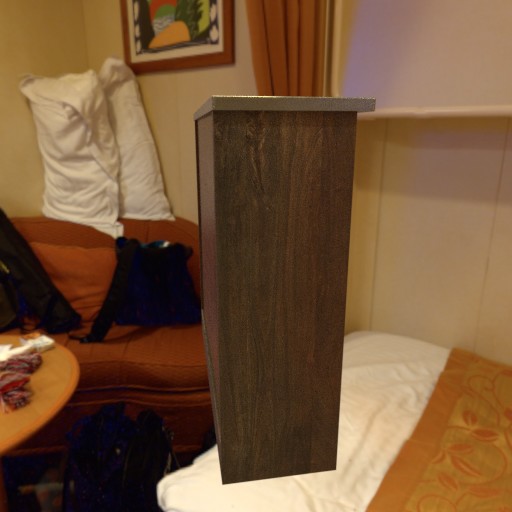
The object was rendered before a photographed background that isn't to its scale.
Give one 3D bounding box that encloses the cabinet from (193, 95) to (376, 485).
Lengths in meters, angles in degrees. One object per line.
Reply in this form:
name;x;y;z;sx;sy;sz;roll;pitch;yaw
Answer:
cabinet;0.000;0.000;1.453;0.338;0.919;0.968;-3;16;-9
